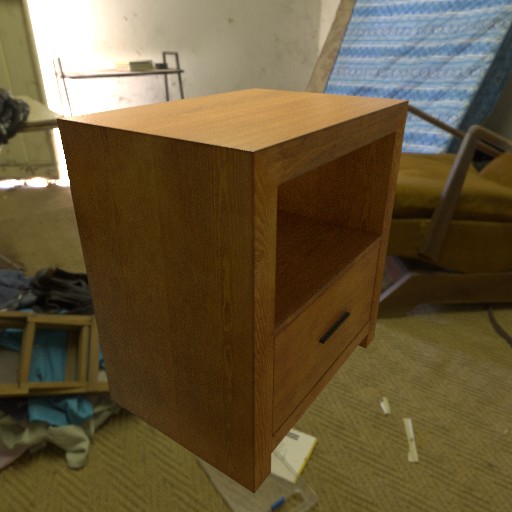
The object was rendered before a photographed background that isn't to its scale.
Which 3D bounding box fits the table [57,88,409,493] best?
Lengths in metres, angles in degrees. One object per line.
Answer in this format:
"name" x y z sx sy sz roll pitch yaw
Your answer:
"table" 0.000 0.000 0.947 0.400 0.605 0.550 18 32 31
